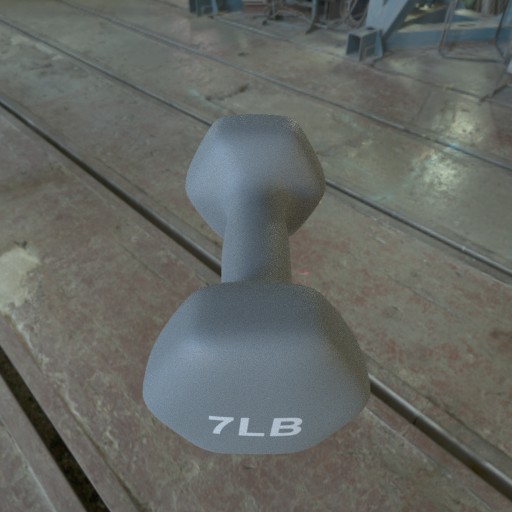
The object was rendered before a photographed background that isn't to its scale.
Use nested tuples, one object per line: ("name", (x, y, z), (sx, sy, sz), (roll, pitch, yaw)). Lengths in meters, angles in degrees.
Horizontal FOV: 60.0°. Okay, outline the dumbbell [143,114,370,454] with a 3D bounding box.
("dumbbell", (0.000, 0.000, 0.228), (0.090, 0.081, 0.184), (0, 42, 0))
